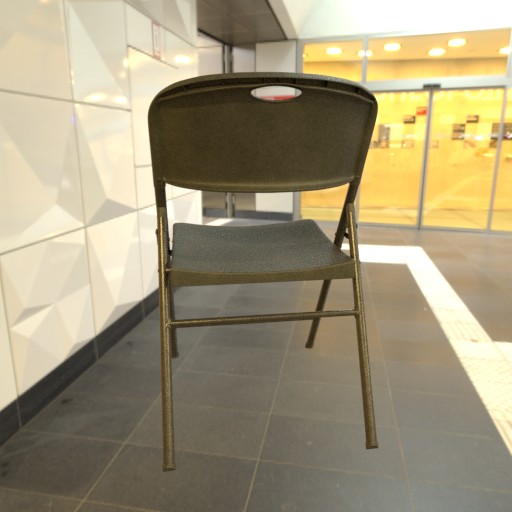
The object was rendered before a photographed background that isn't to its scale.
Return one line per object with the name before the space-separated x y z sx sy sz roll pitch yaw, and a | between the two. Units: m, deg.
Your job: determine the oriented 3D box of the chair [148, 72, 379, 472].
chair | 0.000 0.000 1.146 0.494 0.810 0.566 -2 14 -9
